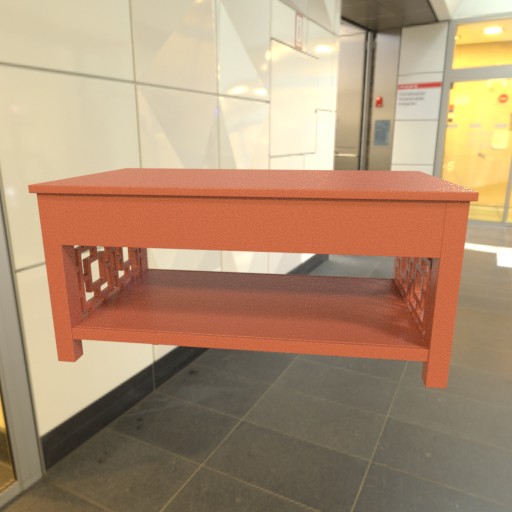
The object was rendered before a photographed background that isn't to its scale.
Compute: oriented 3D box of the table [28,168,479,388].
[{"bbox_3d":[0.000,0.000,1.395,1.068,0.493,0.612,2,15,7],"label":"table"}]
